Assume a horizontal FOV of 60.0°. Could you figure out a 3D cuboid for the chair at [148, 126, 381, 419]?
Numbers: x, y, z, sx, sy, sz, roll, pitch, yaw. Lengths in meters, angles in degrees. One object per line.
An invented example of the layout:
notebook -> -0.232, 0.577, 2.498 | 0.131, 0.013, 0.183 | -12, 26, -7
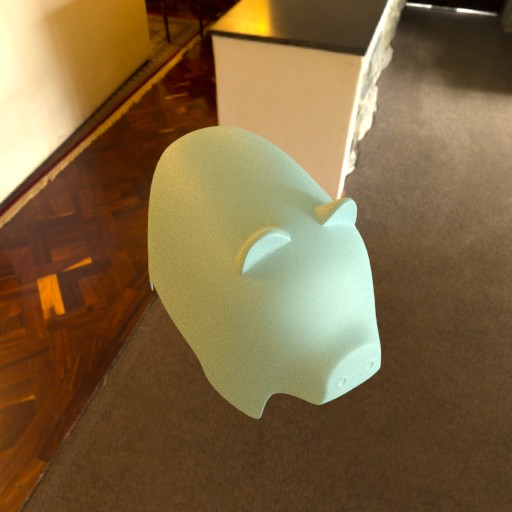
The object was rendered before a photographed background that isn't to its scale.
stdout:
chair -> 0.000, 0.000, 0.877 | 0.364, 0.423, 0.619 | -23, 51, -21
